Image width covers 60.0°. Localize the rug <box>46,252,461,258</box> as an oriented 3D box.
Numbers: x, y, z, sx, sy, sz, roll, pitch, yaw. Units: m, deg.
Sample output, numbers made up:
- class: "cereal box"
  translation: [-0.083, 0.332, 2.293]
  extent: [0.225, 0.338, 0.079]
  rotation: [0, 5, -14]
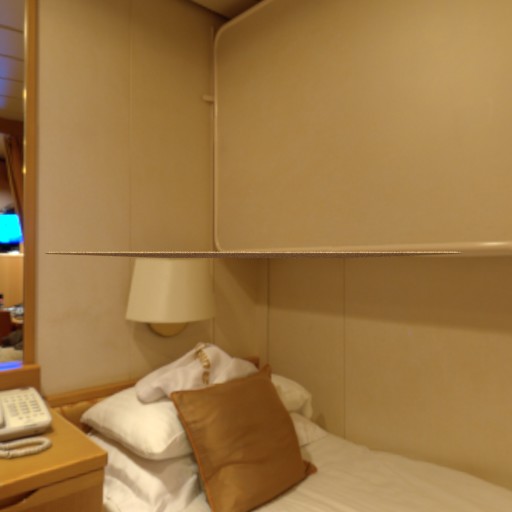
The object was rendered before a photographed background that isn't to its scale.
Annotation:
- class: "rug"
  translation: [0.000, 0.000, 4.073]
  extent: [2.406, 0.012, 3.034]
  rotation: [0, -1, 1]
